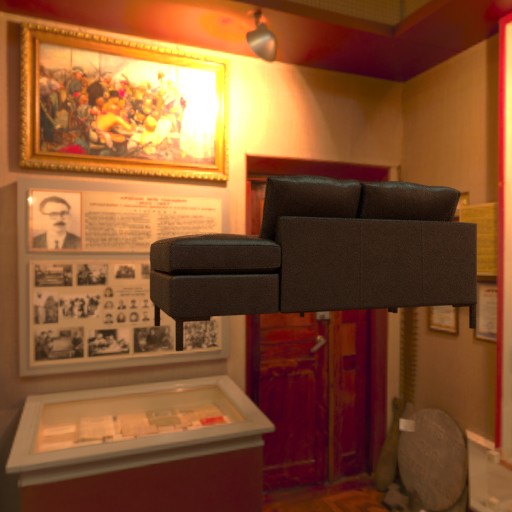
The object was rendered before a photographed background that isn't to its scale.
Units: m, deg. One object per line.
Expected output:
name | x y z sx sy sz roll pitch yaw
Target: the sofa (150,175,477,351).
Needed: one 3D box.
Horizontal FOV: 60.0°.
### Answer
sofa | 0.000 0.000 3.805 1.939 0.900 2.956 0 0 -20
